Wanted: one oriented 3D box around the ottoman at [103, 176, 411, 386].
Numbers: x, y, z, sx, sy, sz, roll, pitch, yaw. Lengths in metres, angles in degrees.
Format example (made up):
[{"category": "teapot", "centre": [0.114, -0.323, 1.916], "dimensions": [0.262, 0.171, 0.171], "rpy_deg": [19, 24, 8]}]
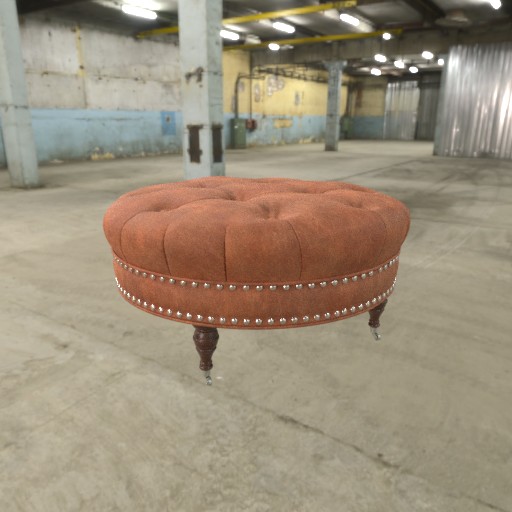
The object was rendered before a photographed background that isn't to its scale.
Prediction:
[{"category": "ottoman", "centre": [0.000, 0.000, 1.388], "dimensions": [0.901, 0.444, 0.901], "rpy_deg": [0, 16, 0]}]
